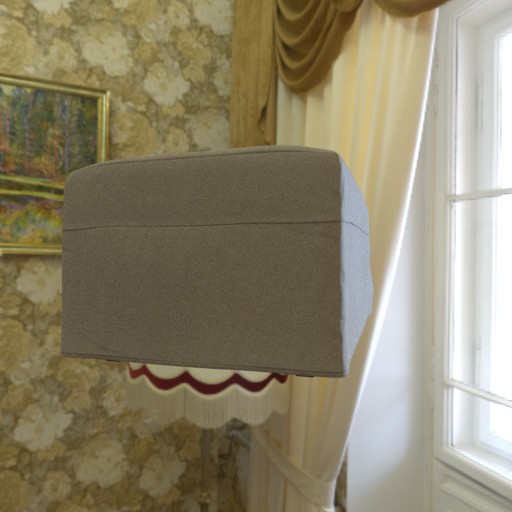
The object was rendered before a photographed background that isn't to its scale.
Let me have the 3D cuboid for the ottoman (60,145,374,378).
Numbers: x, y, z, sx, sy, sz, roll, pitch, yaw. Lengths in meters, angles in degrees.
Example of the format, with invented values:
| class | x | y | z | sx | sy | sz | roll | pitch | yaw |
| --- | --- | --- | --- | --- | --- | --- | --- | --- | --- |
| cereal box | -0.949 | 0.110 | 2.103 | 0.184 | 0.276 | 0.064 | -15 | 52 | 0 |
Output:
| class | x | y | z | sx | sy | sz | roll | pitch | yaw |
| --- | --- | --- | --- | --- | --- | --- | --- | --- | --- |
| ottoman | 0.000 | 0.000 | 1.201 | 0.590 | 0.444 | 0.872 | 0 | 0 | 17 |
